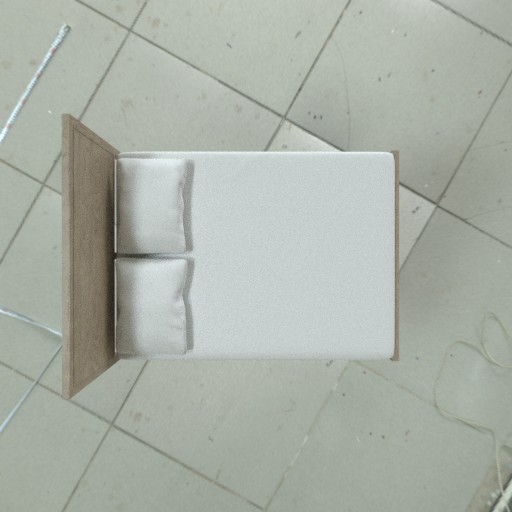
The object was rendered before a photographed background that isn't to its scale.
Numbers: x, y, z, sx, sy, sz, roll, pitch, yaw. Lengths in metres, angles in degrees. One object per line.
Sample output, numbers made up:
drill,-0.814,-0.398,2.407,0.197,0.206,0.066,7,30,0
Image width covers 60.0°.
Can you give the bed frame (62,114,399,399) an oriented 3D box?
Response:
bed frame,0.000,0.000,3.184,2.189,1.369,1.606,0,90,0
